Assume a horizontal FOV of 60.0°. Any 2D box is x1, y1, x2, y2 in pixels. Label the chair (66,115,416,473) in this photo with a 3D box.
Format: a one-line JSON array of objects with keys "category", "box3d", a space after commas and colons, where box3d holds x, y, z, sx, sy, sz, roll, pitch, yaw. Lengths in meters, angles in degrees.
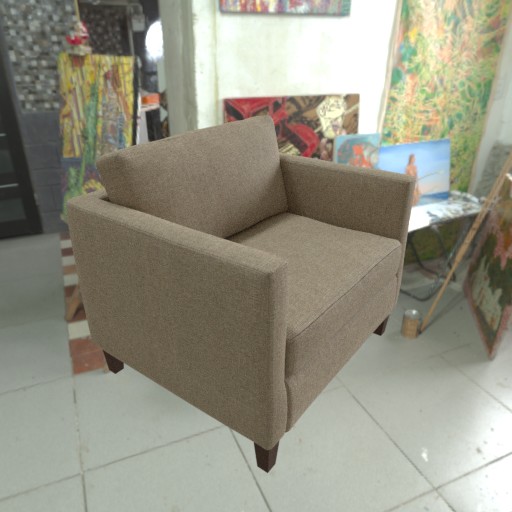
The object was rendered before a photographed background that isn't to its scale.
[{"category": "chair", "box3d": [0.000, 0.000, 1.850, 0.959, 0.987, 1.107, 18, 32, 33]}]
